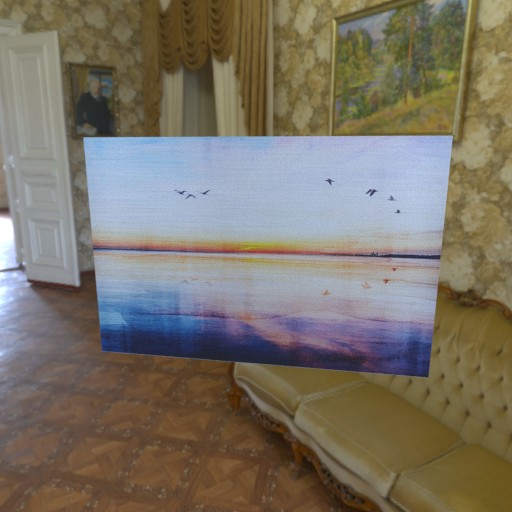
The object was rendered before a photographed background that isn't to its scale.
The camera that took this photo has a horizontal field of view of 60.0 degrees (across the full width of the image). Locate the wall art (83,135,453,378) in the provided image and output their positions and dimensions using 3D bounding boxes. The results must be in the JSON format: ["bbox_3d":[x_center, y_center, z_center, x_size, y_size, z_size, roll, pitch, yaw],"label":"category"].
[{"bbox_3d":[0.000,0.000,1.454,1.137,0.756,0.034,2,14,10],"label":"wall art"}]
